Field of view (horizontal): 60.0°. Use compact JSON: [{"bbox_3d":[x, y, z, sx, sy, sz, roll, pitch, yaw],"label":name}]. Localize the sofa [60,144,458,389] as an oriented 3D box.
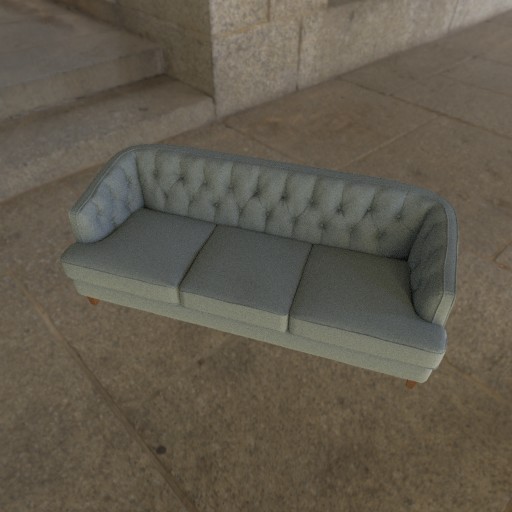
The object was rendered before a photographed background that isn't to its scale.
[{"bbox_3d":[0.000,0.000,2.788,2.278,0.855,0.941,12,43,13],"label":"sofa"}]
